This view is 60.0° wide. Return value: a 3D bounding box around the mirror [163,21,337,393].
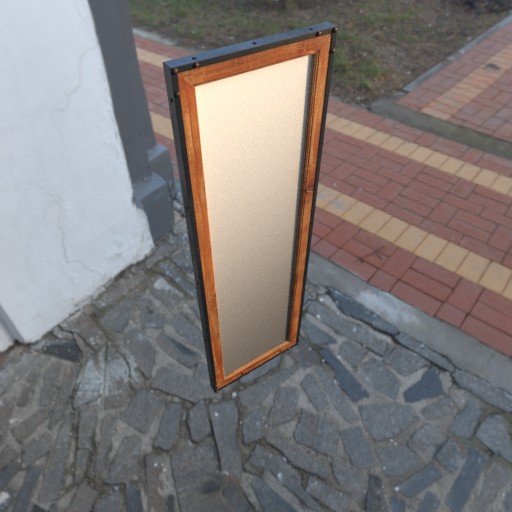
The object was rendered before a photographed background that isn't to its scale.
[{"bbox_3d":[0.000,0.000,1.165,0.354,1.080,0.042,-25,51,-23],"label":"mirror"}]
